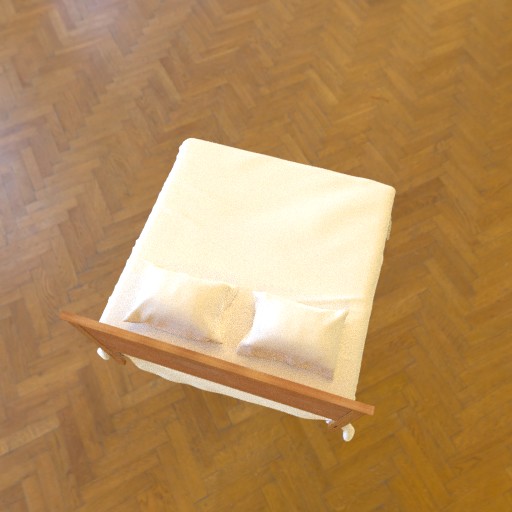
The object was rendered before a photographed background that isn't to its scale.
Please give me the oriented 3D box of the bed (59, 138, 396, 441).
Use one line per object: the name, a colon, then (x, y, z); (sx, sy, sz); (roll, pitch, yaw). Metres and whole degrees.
bed: (0.000, 0.000, 3.683); (2.317, 1.270, 2.215); (15, 65, 7)
